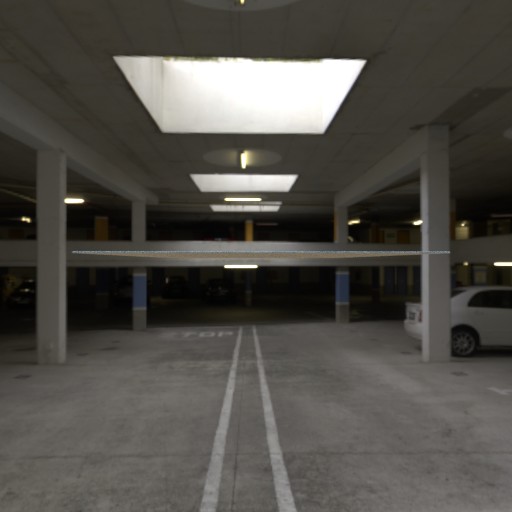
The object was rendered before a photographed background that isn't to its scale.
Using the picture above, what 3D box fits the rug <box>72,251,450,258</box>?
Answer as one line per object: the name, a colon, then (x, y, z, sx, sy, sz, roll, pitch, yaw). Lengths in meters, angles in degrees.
rug: (0.000, 0.000, 2.925, 1.522, 0.006, 2.286, 0, -1, -1)
